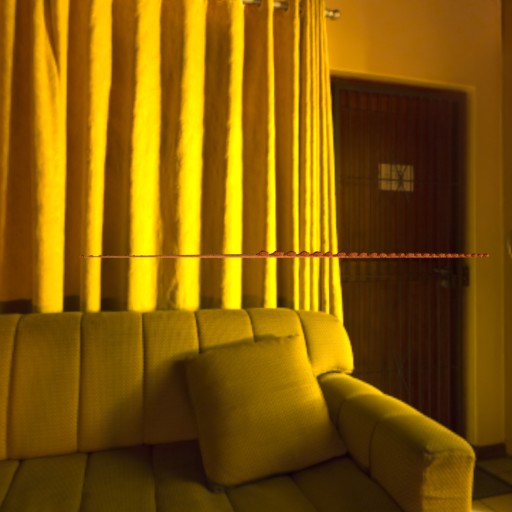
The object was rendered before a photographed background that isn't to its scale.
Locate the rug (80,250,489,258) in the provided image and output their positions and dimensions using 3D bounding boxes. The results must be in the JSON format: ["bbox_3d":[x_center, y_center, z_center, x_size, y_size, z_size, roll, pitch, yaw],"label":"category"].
[{"bbox_3d":[0.000,0.000,4.374,2.451,0.035,3.369,0,0,-37],"label":"rug"}]
